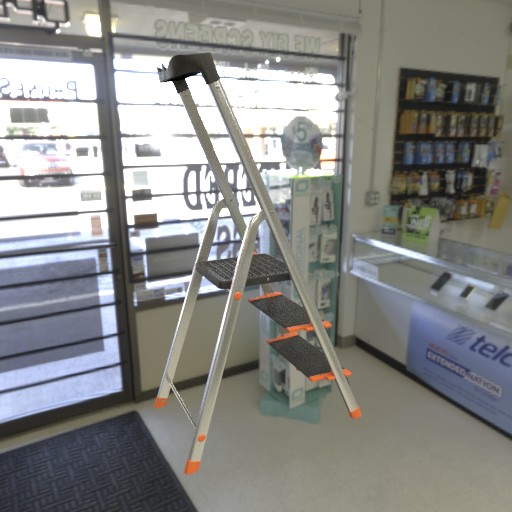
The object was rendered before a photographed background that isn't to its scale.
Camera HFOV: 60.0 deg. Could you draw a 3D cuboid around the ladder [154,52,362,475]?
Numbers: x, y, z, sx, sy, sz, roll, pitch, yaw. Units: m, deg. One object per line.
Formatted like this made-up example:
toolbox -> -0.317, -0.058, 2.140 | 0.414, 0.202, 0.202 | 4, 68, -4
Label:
ladder -> 0.000, 0.000, 1.538 | 0.686, 1.229, 0.416 | -7, 16, -25
